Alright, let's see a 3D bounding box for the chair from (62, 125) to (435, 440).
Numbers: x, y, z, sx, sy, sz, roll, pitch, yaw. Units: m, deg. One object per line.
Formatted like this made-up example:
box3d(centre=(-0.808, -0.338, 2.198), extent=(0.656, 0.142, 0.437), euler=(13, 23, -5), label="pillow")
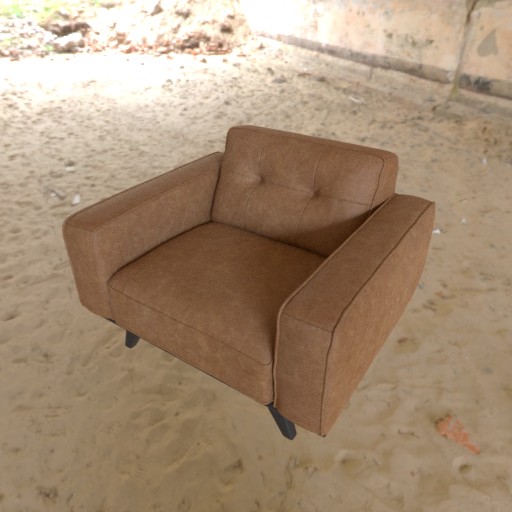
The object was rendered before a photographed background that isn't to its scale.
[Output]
box3d(centre=(0.000, 0.000, 1.745), extent=(1.118, 0.782, 0.952), euler=(20, 37, 28), label="chair")
